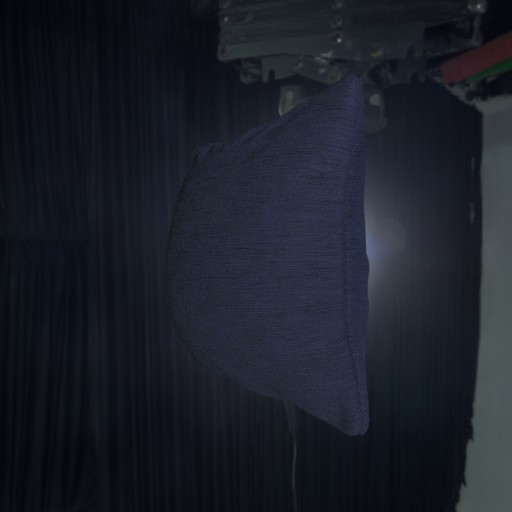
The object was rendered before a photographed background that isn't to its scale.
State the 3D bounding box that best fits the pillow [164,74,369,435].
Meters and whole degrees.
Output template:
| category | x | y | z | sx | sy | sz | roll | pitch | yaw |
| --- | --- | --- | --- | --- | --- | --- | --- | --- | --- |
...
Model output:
| category | x | y | z | sx | sy | sz | roll | pitch | yaw |
| --- | --- | --- | --- | --- | --- | --- | --- | --- | --- |
| pillow | 0.000 | 0.000 | 0.677 | 0.246 | 0.414 | 0.432 | 0 | -1 | -34 |
